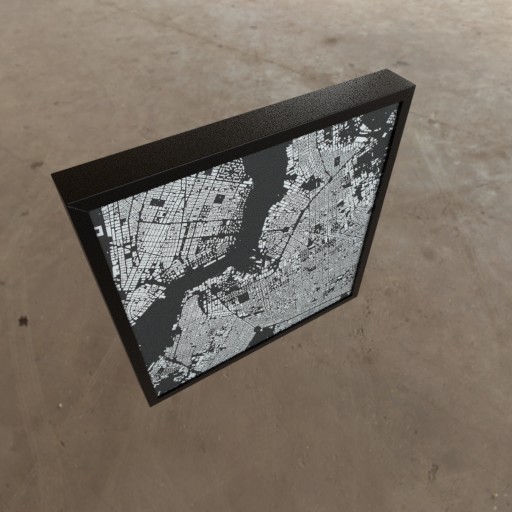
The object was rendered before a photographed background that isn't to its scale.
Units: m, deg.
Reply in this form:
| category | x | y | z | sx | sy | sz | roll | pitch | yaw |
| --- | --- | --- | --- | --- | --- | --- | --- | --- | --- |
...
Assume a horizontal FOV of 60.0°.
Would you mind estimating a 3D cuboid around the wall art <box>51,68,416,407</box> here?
| category | x | y | z | sx | sy | sz | roll | pitch | yaw |
| --- | --- | --- | --- | --- | --- | --- | --- | --- | --- |
| wall art | 0.000 | 0.000 | 0.448 | 0.299 | 0.299 | 0.037 | -24 | 52 | -20 |
